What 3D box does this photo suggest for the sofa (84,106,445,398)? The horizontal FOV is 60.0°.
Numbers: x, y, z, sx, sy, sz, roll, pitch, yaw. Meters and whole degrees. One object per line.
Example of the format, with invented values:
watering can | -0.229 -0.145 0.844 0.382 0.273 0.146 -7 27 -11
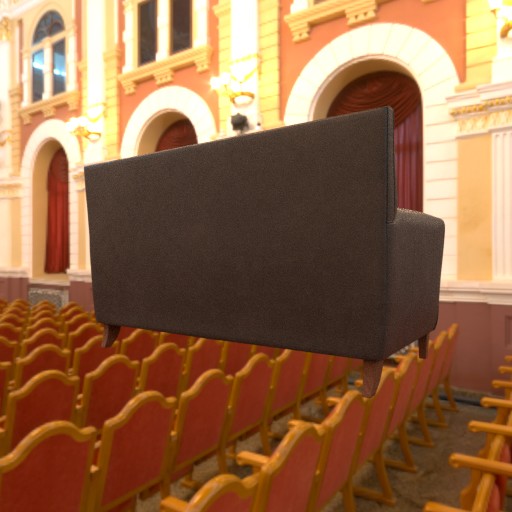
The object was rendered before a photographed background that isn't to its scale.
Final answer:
sofa | 0.000 0.000 2.009 1.473 0.871 0.787 0 0 35
